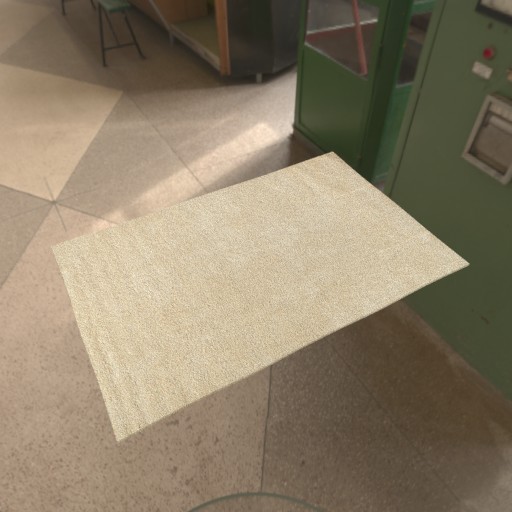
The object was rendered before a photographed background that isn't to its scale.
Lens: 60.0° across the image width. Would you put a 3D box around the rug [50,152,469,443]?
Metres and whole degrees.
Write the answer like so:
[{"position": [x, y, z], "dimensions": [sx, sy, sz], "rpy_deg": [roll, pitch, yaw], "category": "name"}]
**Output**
[{"position": [0.000, 0.000, 2.948], "dimensions": [2.346, 0.025, 1.500], "rpy_deg": [-22, 50, -20], "category": "rug"}]
